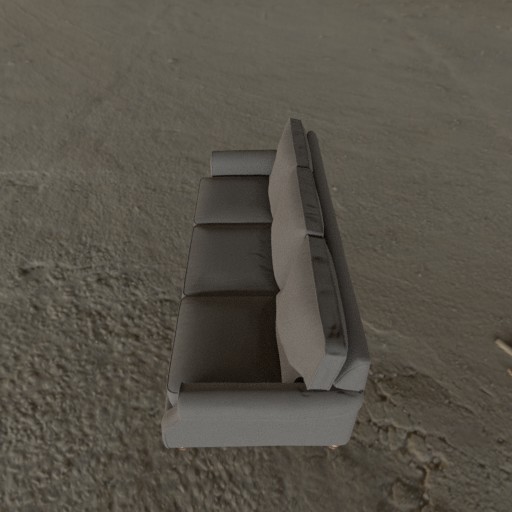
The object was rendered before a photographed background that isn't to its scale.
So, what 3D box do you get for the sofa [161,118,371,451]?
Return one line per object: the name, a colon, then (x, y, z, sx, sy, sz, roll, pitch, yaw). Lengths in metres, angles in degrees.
sofa: (0.000, 0.000, 2.864, 0.966, 0.948, 2.353, 0, 41, 0)
